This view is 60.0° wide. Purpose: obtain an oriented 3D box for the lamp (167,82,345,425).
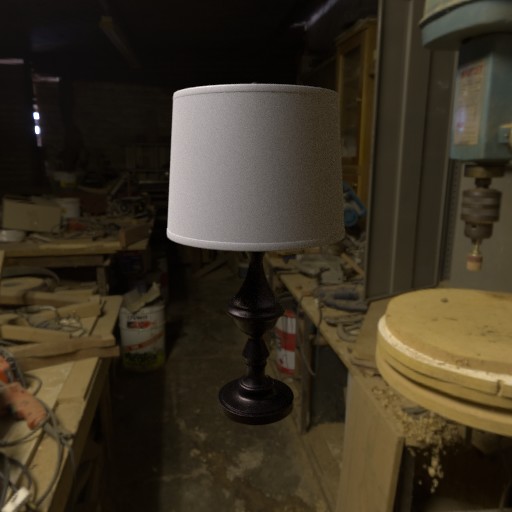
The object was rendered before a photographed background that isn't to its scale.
[{"bbox_3d":[0.000,0.000,0.984,0.383,0.726,0.383,0,13,0],"label":"lamp"}]
